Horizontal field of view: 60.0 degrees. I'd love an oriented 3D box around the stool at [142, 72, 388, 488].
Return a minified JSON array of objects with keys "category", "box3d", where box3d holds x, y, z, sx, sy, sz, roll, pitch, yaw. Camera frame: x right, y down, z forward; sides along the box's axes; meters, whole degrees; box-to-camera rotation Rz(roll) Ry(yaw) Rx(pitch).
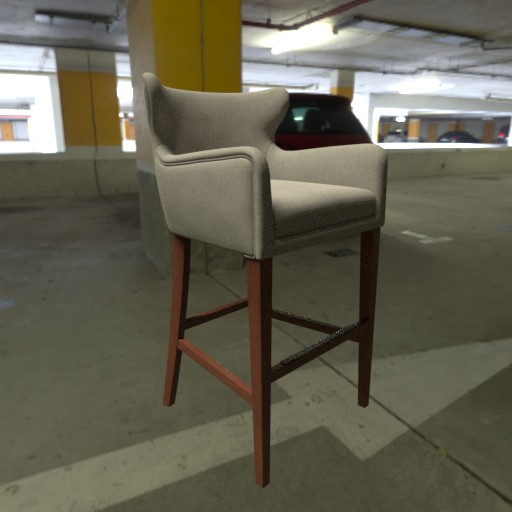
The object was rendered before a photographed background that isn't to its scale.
[{"category":"stool","box3d":[0.000,0.000,1.387,0.575,1.047,0.575,14,21,43]}]
